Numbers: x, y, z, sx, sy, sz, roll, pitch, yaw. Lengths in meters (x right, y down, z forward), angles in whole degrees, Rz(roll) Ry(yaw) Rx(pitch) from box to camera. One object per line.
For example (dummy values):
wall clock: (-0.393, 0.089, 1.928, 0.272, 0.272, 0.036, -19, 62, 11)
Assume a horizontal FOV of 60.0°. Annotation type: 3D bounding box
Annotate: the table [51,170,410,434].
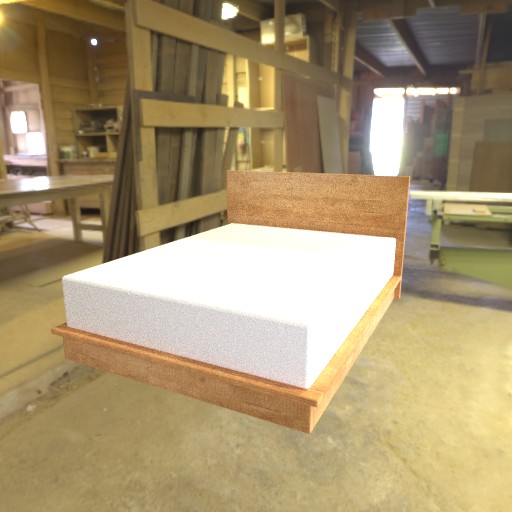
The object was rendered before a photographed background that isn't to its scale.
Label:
table: (0.000, 0.000, 3.167, 1.707, 1.041, 2.149, 7, 16, 26)
